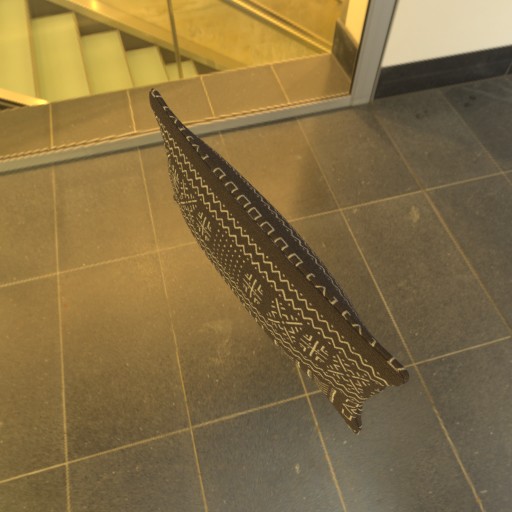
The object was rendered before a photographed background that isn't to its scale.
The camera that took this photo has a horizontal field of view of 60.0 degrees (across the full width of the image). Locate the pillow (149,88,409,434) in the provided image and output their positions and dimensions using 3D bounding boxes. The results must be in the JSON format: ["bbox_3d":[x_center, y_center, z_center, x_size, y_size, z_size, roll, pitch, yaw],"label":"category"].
[{"bbox_3d":[0.000,0.000,0.808,0.135,0.322,0.667,-31,63,-18],"label":"pillow"}]
